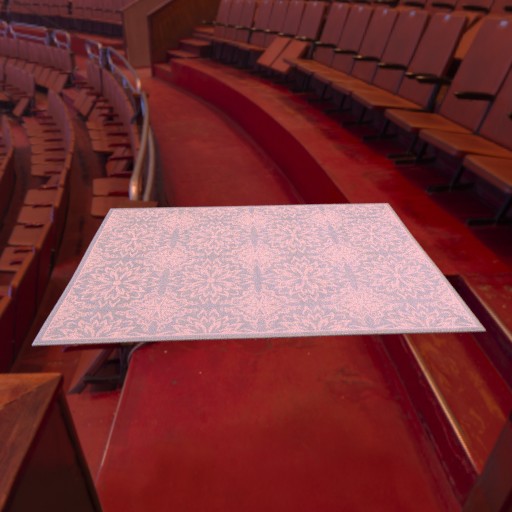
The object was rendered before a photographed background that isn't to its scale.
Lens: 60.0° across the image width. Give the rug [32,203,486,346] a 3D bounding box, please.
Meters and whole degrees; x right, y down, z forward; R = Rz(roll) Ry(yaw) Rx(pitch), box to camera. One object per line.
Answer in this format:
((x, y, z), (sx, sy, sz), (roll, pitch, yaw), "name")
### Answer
((0.000, 0.000, 2.834), (2.205, 0.014, 1.589), (-1, 30, -2), "rug")
